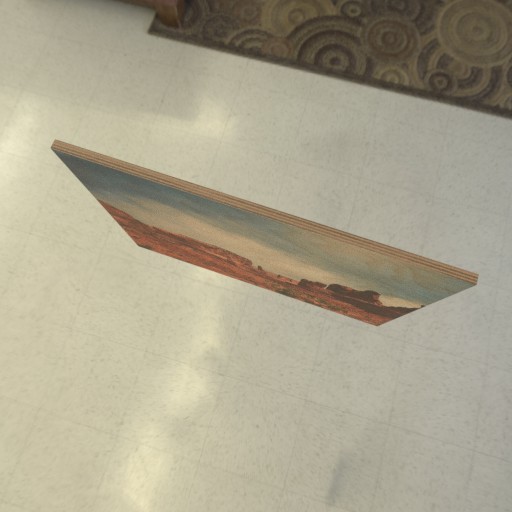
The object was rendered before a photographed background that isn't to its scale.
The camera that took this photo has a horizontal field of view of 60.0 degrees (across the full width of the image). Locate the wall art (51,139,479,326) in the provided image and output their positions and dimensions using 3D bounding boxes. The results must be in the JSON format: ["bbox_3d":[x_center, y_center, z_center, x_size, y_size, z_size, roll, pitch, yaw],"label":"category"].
[{"bbox_3d":[0.000,0.000,0.698,0.508,0.406,0.013,18,76,5],"label":"wall art"}]
